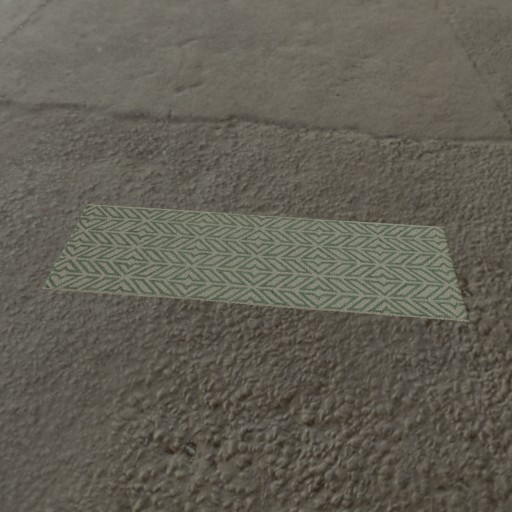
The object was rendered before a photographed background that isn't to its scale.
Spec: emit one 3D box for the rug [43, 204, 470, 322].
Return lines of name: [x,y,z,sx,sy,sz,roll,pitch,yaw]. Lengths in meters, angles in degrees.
rug: [0.000,0.000,2.764,2.435,0.009,0.750,4,48,4]
